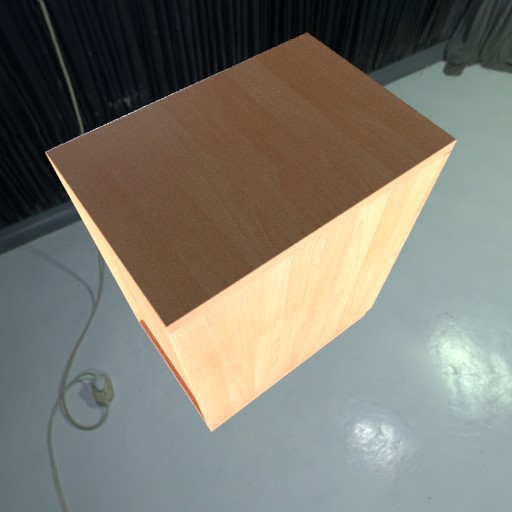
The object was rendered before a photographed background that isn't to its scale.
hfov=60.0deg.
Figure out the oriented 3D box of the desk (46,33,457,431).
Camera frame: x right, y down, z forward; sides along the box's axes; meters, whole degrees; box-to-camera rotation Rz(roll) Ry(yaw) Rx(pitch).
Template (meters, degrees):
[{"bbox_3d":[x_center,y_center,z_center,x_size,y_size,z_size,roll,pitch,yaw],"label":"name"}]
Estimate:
[{"bbox_3d":[0.000,0.000,1.078,0.600,0.730,0.404,-32,63,-19],"label":"desk"}]
